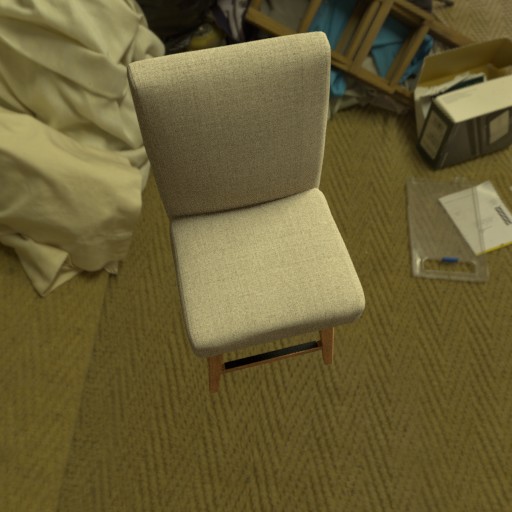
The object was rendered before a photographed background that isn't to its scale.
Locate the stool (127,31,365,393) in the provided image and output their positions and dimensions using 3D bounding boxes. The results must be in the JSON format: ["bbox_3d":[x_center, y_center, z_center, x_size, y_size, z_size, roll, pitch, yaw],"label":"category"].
[{"bbox_3d":[0.000,0.000,1.262,0.459,1.010,0.526,-12,65,-6],"label":"stool"}]
